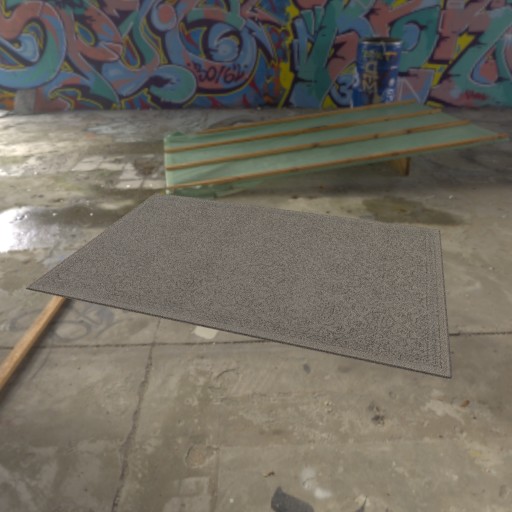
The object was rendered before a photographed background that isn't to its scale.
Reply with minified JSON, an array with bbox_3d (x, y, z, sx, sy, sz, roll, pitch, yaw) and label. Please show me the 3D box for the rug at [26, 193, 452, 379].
[{"bbox_3d":[0.000,0.000,2.286,1.829,0.010,1.219,9,31,15],"label":"rug"}]
